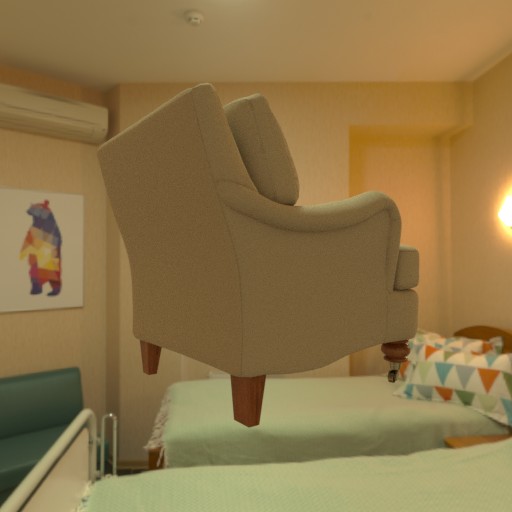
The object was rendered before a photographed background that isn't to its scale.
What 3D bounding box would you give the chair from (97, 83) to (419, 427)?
[{"bbox_3d":[0.000,0.000,1.862,1.070,1.038,0.955,0,-1,-36],"label":"chair"}]
